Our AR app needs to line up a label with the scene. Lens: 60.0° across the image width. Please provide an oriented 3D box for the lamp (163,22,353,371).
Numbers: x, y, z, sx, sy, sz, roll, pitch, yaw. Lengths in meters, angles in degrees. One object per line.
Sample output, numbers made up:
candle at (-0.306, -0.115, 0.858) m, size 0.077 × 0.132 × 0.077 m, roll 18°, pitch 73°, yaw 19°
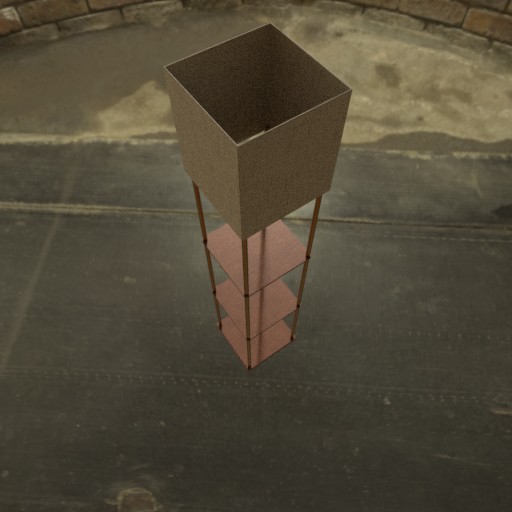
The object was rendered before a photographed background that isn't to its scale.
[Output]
lamp at (0.000, 0.000, 1.676) m, size 0.308 × 1.569 × 0.310 m, roll -31°, pitch 64°, yaw -17°
